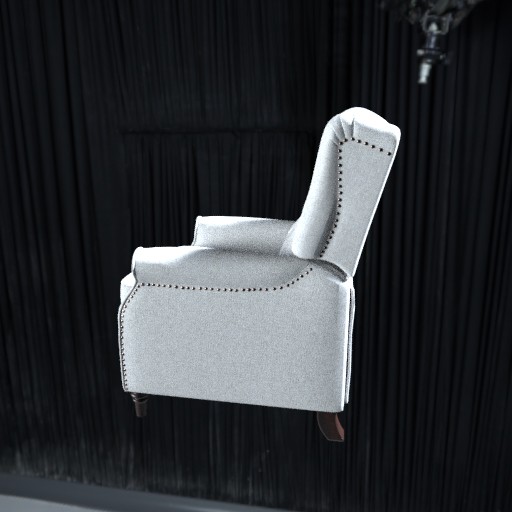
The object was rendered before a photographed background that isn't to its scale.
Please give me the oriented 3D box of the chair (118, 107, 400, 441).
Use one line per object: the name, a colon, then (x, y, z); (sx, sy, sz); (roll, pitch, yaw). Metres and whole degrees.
chair: (0.000, 0.000, 1.660); (0.902, 1.035, 0.742); (3, 14, 10)
